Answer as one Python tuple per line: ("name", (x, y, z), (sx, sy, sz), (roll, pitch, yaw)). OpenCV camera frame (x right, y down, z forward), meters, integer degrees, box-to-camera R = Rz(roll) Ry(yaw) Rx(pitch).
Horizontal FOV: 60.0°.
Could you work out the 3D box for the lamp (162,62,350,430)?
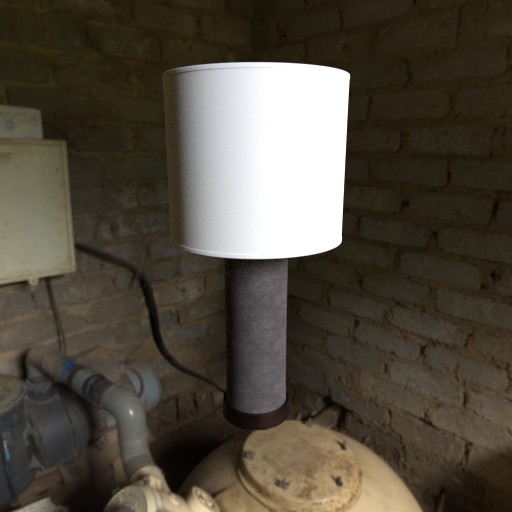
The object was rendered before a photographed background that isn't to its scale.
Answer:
("lamp", (0.000, 0.000, 0.801), (0.301, 0.630, 0.301), (2, 15, 8))
